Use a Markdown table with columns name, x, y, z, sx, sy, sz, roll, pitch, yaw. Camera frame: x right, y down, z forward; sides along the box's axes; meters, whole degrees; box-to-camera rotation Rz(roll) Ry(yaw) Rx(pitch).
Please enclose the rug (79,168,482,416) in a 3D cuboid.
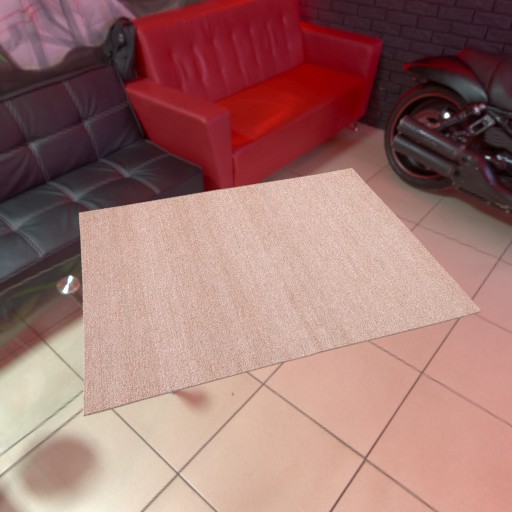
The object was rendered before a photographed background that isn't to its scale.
| name | x | y | z | sx | sy | sz | roll | pitch | yaw |
| --- | --- | --- | --- | --- | --- | --- | --- | --- | --- |
| rug | 0.000 | 0.000 | 4.190 | 3.202 | 0.045 | 2.434 | -11 | 43 | -13 |
